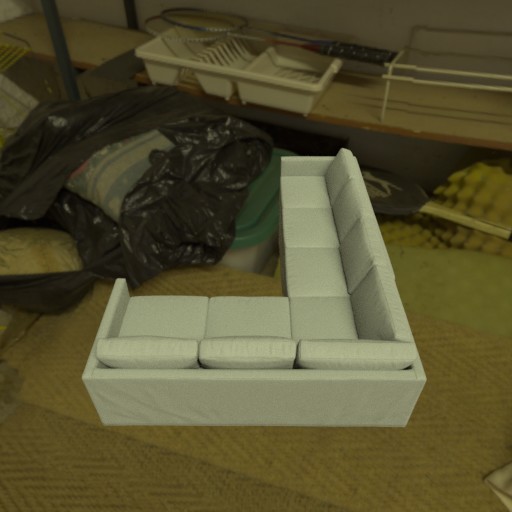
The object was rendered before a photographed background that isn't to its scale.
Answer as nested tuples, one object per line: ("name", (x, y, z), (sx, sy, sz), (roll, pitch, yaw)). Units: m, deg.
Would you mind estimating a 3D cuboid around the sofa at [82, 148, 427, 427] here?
("sofa", (0.000, 0.000, 4.431), (2.432, 0.871, 3.182), (0, 41, 0))
